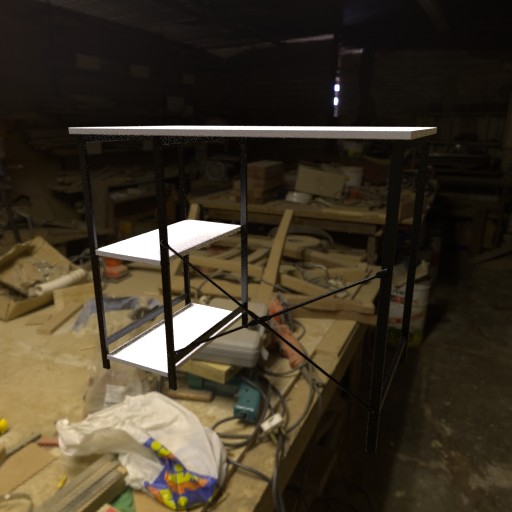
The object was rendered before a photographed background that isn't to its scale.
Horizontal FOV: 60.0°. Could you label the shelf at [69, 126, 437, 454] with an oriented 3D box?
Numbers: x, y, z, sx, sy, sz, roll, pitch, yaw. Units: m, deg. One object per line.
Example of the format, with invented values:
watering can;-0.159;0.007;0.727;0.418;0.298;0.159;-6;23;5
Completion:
shelf;0.000;0.000;1.348;0.902;0.750;0.498;8;19;25
